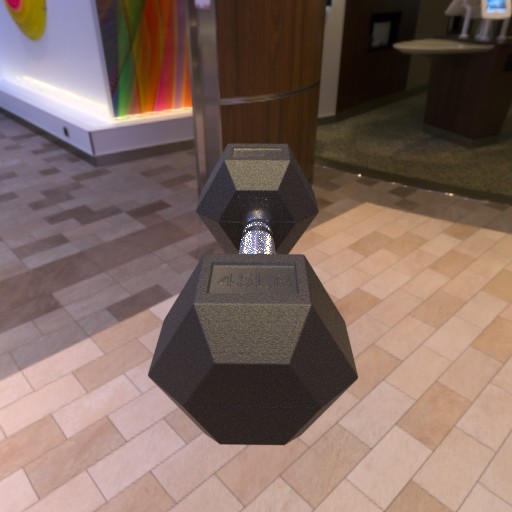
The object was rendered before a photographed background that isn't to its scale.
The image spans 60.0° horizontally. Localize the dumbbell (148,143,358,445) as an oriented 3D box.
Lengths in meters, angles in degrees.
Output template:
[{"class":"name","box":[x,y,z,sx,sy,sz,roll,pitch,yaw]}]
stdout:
[{"class":"dumbbell","box":[0.000,0.000,0.426,0.141,0.123,0.356,0,32,1]}]
